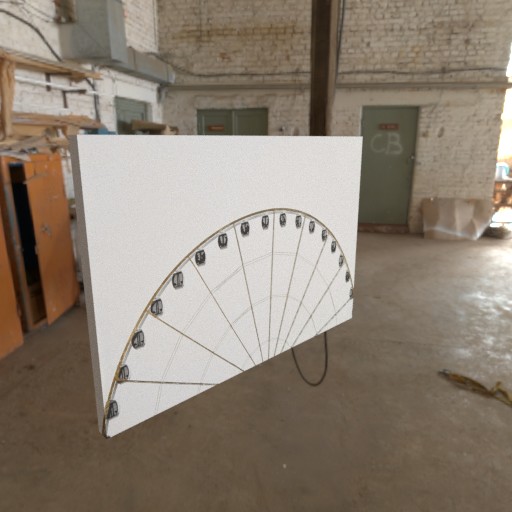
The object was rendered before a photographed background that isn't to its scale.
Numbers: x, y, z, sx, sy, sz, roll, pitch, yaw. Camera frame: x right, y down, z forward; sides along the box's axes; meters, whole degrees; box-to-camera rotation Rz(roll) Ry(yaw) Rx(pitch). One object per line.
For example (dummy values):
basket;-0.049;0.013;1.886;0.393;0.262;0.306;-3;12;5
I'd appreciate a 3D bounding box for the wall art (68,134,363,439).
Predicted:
wall art;0.000;0.000;1.148;0.898;0.601;0.038;-14;20;-43
